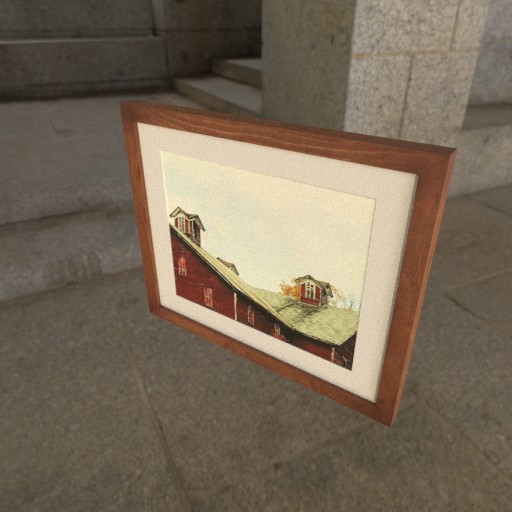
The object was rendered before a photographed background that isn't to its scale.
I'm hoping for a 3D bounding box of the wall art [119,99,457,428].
[{"bbox_3d":[0.000,0.000,0.765,0.558,0.457,0.033,19,34,29],"label":"wall art"}]
